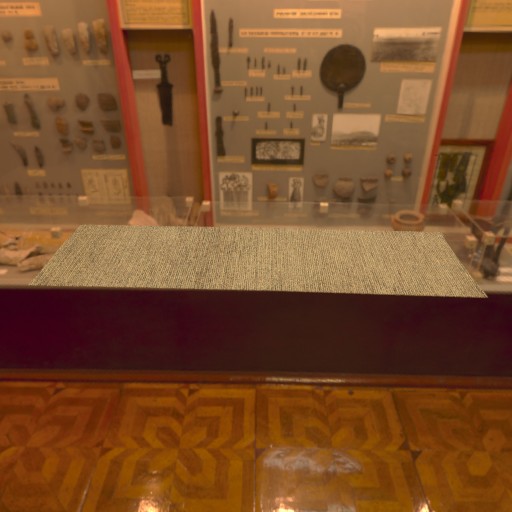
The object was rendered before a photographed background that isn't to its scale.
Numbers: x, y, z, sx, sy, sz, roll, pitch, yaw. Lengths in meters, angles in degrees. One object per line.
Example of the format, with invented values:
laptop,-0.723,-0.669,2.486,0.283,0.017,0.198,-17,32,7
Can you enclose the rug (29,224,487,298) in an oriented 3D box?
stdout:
rug,0.000,0.000,2.542,2.335,0.013,0.697,1,31,2
